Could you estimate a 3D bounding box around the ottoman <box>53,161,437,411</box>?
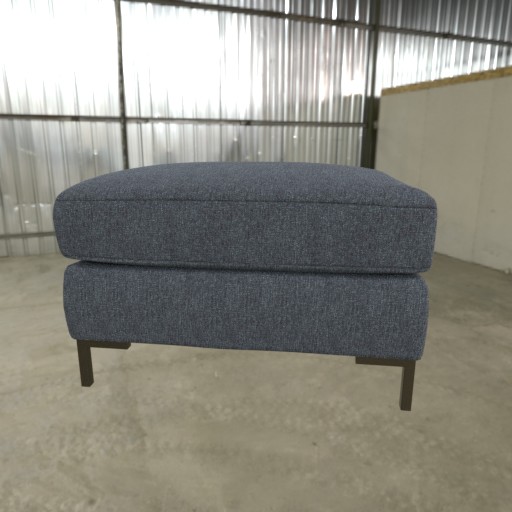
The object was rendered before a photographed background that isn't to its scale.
[{"bbox_3d":[0.000,0.000,1.296,0.831,0.533,0.695,2,15,7],"label":"ottoman"}]
